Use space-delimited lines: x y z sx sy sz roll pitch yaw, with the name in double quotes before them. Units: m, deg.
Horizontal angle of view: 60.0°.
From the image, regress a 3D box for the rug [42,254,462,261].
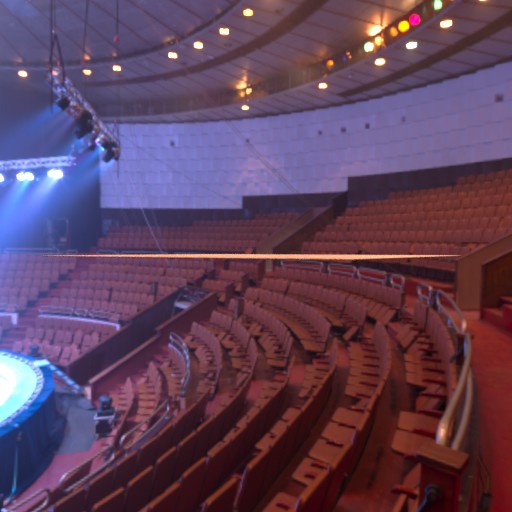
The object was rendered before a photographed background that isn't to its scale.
"rug" 0.000 0.000 4.102 3.037 0.011 2.433 0 1 36
